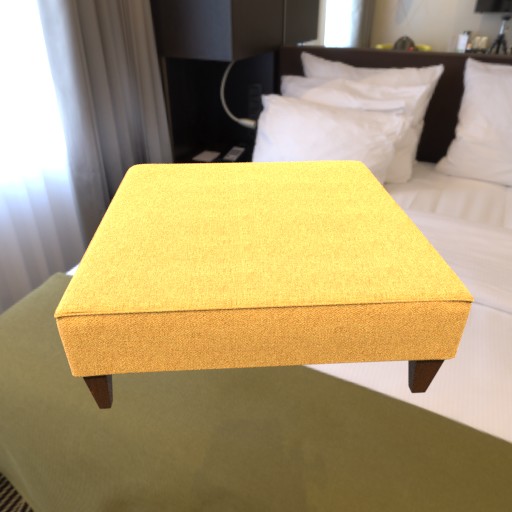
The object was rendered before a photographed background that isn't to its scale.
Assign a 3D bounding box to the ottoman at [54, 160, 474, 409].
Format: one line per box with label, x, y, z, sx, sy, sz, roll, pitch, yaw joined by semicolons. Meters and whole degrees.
ottoman;0.000;0.000;1.490;0.970;0.378;0.981;-2;31;-3
